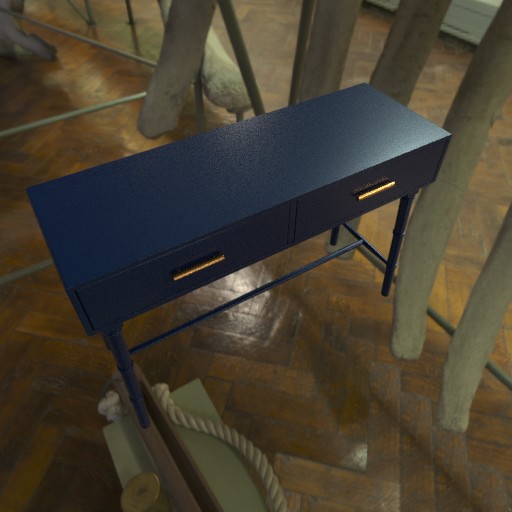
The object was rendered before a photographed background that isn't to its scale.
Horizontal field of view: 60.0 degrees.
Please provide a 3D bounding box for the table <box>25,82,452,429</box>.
[{"bbox_3d":[0.000,0.000,1.464,1.118,0.749,0.399,-24,51,-21],"label":"table"}]
